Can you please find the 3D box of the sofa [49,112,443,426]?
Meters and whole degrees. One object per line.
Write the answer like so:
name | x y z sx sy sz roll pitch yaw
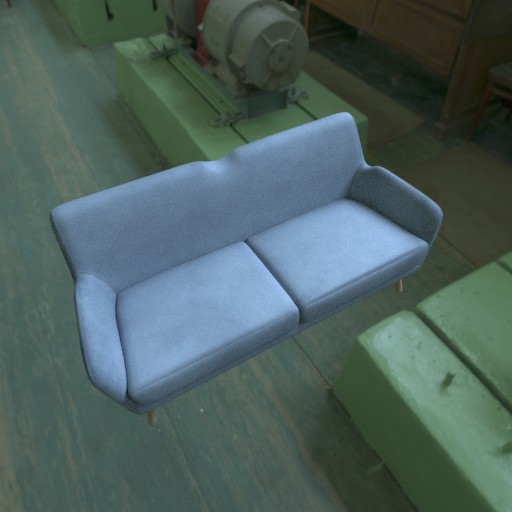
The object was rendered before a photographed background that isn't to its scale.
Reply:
sofa | 0.000 0.000 2.300 1.870 0.810 0.850 -24 52 -20
